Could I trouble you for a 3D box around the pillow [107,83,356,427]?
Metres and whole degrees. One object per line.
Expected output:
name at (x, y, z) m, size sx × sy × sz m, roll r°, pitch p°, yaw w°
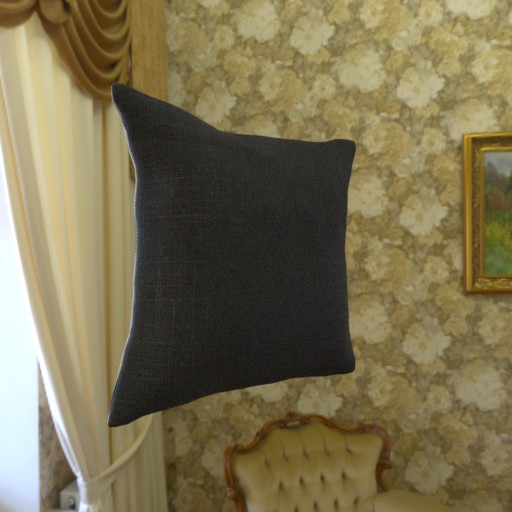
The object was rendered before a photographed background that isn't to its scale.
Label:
pillow at (0.000, 0.000, 0.707) m, size 0.468 × 0.444 × 0.138 m, roll 0°, pitch -1°, yaw -36°
